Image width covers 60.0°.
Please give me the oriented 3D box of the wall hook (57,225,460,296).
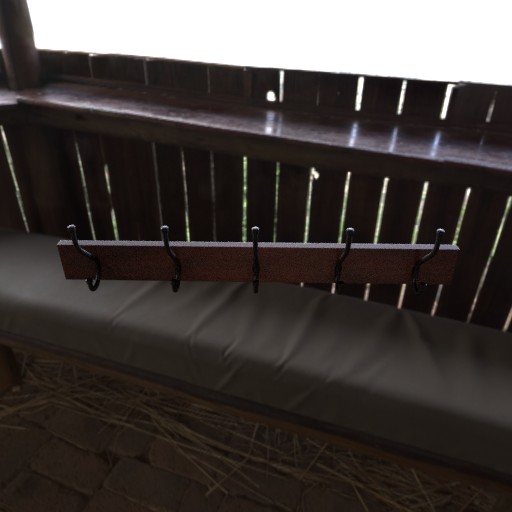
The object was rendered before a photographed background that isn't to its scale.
[{"bbox_3d":[0.000,0.000,0.611,0.571,0.117,0.071,1,30,1],"label":"wall hook"}]
